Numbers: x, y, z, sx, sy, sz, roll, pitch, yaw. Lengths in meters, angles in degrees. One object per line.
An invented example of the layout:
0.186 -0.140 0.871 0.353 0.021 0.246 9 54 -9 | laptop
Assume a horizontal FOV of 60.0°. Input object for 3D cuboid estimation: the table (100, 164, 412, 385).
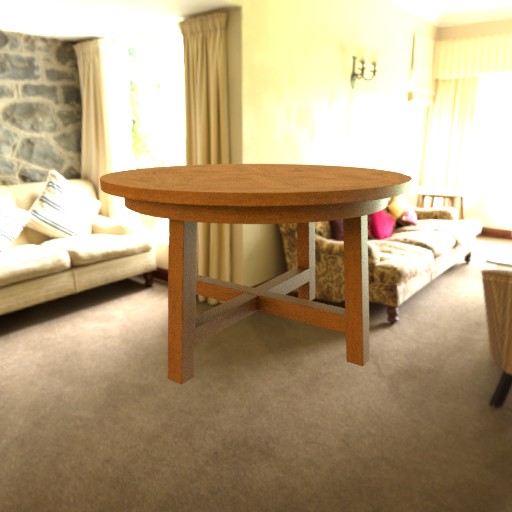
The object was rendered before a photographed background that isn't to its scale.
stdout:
0.000 0.000 2.077 1.319 0.762 1.319 0 15 0 | table
